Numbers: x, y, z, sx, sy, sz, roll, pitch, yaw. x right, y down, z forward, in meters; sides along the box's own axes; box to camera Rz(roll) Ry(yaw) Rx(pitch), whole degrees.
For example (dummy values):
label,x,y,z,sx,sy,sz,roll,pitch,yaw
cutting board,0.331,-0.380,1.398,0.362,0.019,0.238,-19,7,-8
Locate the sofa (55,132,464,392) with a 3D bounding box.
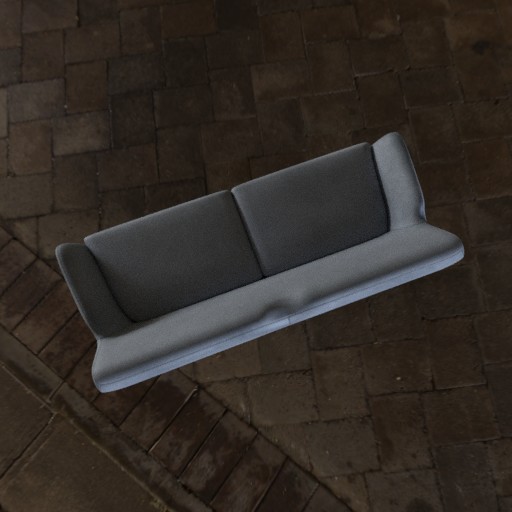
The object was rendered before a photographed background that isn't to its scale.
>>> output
label,x,y,z,sx,sy,sz,roll,pitch,yaw
sofa,0.000,0.000,2.330,1.870,0.810,0.850,-20,76,-5
